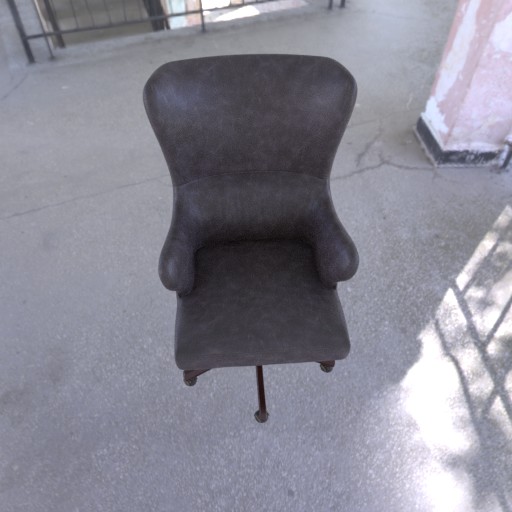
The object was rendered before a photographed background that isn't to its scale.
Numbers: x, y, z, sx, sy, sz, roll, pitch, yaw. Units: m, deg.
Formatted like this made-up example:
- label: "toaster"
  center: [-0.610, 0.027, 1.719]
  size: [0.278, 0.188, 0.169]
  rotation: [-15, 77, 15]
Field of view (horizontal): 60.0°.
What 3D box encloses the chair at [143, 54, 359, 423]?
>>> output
- label: "chair"
  center: [0.000, 0.000, 1.453]
  size: [0.594, 1.037, 0.717]
  rotation: [-3, 48, -3]
